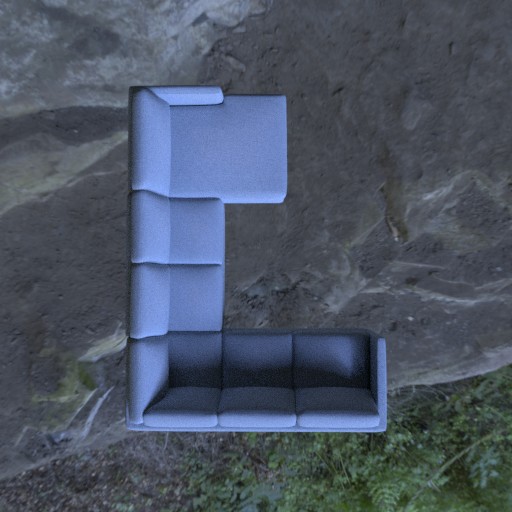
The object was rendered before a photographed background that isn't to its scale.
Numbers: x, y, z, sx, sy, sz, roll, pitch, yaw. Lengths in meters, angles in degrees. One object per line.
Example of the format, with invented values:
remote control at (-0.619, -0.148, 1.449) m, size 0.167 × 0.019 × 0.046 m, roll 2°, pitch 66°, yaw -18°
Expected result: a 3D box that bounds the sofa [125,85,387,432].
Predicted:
sofa at (0.000, 0.000, 4.556) m, size 2.551 × 0.889 × 3.403 m, roll 0°, pitch 88°, yaw 1°
